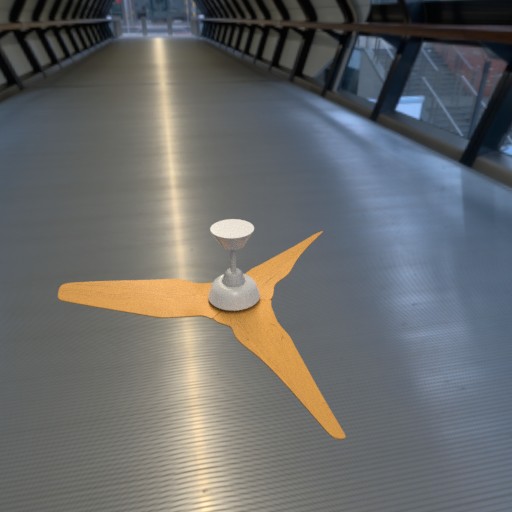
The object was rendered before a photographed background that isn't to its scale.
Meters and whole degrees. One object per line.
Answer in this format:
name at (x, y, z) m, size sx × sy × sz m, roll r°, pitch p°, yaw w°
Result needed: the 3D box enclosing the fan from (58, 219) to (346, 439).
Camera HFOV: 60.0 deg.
fan at (0.000, 0.000, 1.652) m, size 1.142 × 0.355 × 1.010 m, roll 18°, pitch 34°, yaw 29°
